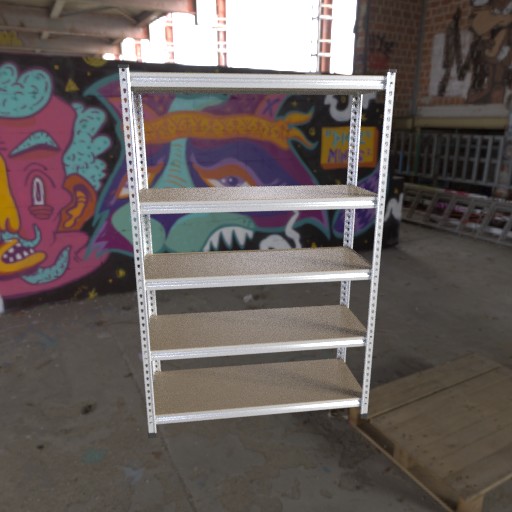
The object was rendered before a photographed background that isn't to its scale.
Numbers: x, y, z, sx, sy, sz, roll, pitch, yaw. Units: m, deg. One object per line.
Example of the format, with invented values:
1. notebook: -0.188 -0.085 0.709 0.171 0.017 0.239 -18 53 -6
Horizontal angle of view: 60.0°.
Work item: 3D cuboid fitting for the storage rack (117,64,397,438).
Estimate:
1. storage rack: 0.000 0.000 2.380 1.219 1.829 0.457 -2 17 -8
